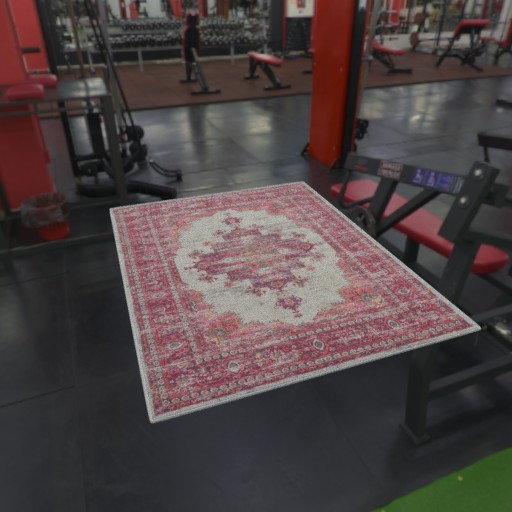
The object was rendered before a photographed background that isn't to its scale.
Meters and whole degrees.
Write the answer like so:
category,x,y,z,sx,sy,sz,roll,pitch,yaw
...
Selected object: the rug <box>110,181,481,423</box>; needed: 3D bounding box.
category,x,y,z,sx,sy,sz,roll,pitch,yaw
rug,0.000,0.000,4.188,2.447,0.017,3.123,-11,33,-17
